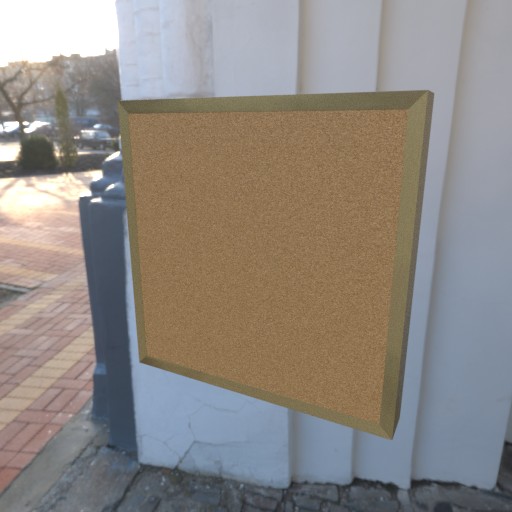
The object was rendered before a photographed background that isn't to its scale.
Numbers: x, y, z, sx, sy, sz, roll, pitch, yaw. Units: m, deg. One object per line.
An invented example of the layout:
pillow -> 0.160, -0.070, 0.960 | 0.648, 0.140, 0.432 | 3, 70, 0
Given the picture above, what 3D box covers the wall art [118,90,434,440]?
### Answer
wall art -> 0.000, 0.000, 0.451 | 0.304, 0.305, 0.038 | 8, 18, 26
